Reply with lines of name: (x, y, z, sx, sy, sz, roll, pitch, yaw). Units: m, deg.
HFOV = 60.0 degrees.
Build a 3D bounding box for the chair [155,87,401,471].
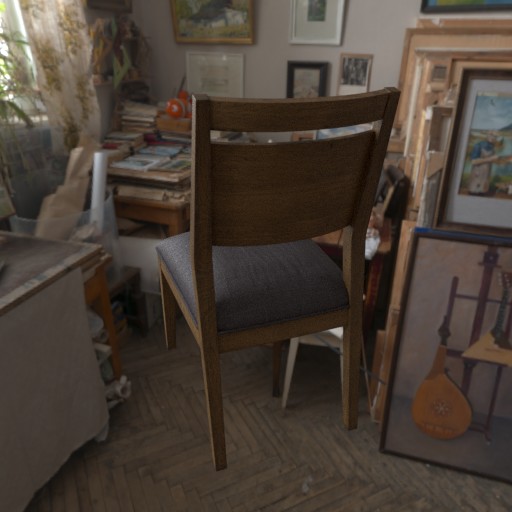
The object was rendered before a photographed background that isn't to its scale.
chair: (0.000, 0.000, 1.270, 0.501, 0.939, 0.610, -9, 27, -18)
